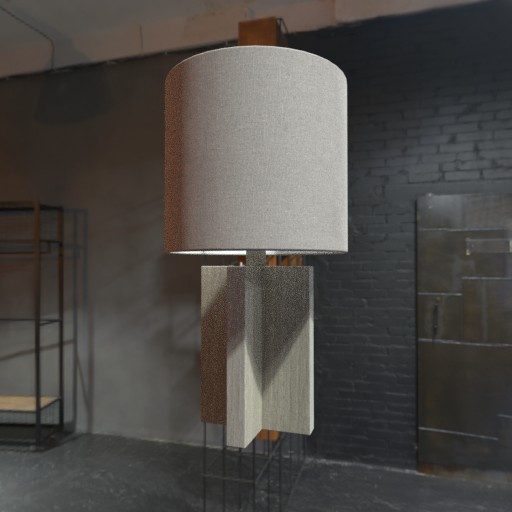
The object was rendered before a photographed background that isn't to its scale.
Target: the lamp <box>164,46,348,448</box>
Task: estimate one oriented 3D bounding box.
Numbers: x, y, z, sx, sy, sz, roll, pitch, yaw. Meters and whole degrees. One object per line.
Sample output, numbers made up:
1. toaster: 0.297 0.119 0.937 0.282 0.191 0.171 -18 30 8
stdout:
1. lamp: 0.000 0.000 0.564 0.229 0.428 0.229 0 -1 19
